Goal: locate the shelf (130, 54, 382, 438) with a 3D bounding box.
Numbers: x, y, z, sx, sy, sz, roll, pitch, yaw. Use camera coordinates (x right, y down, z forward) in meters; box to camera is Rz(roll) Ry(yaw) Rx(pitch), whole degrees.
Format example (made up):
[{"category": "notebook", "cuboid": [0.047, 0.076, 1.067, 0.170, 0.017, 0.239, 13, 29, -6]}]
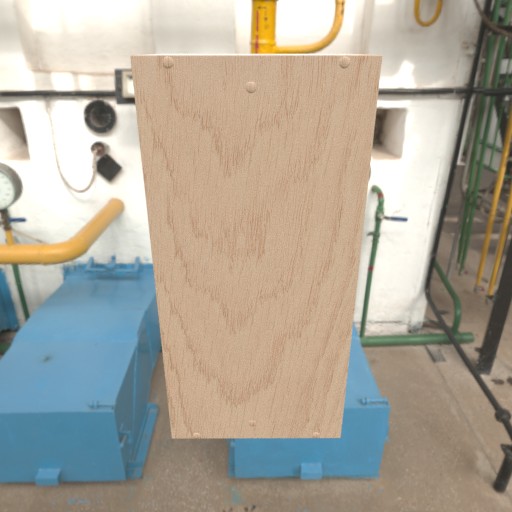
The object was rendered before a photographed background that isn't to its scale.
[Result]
[{"category": "shelf", "cuboid": [0.000, 0.000, 0.725, 0.290, 0.600, 0.200, 0, 25, 0]}]
